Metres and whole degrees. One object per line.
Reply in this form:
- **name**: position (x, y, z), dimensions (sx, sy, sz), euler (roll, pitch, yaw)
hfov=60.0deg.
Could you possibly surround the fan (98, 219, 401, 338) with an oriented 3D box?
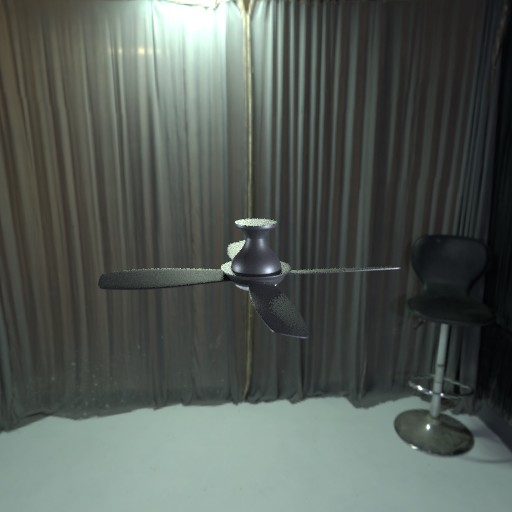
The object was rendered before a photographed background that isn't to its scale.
- **fan**: position (0.000, 0.000, 2.467), dimensions (1.694, 0.382, 1.694), euler (-2, 14, -9)
